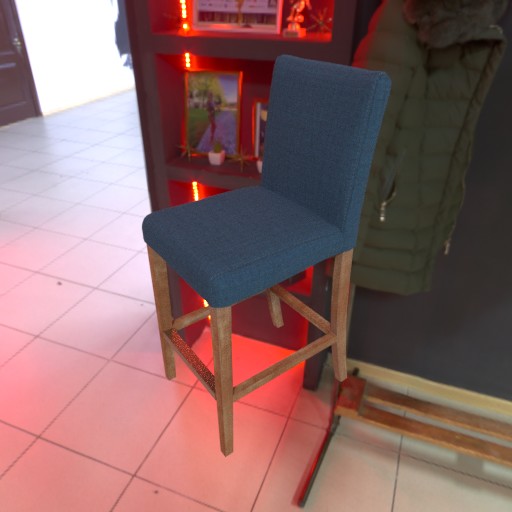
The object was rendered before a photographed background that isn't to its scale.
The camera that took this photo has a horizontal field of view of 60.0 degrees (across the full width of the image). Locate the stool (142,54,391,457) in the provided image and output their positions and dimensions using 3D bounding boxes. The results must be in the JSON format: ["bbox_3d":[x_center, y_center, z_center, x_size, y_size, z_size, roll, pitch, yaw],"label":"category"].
[{"bbox_3d":[0.000,0.000,1.396,0.574,1.088,0.454,-21,37,-30],"label":"stool"}]
